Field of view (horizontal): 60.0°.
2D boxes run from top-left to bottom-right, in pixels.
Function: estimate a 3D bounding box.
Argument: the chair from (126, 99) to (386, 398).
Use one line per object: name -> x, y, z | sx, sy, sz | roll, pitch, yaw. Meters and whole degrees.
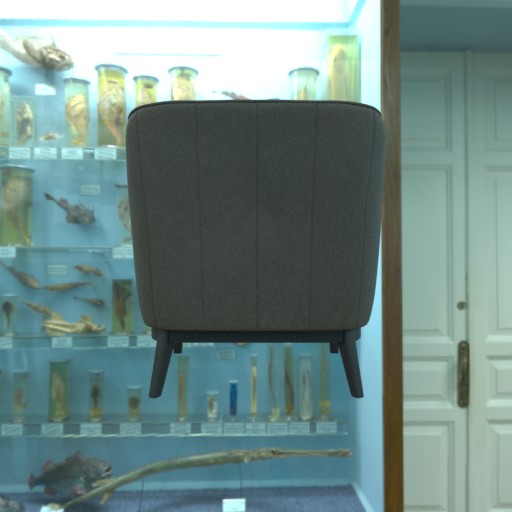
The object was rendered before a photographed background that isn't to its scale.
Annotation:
chair -> 0.000, 0.000, 1.593 | 0.871, 0.830, 0.852 | 0, -1, 0
